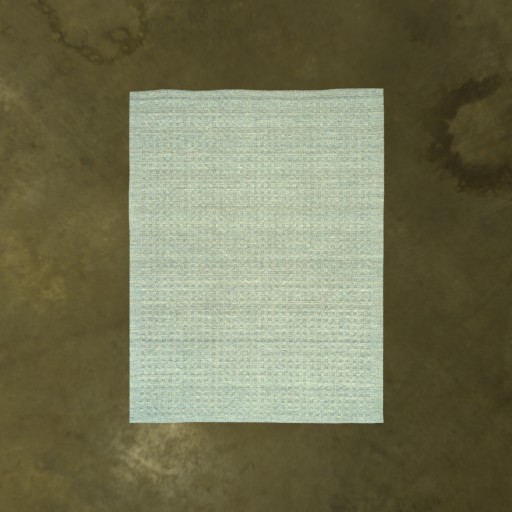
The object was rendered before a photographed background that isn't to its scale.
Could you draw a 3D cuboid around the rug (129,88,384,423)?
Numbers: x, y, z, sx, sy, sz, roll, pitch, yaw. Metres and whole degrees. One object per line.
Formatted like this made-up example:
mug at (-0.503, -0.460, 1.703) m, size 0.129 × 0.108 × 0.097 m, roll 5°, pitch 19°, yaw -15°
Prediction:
rug at (0.000, 0.000, 4.247) m, size 2.443 × 0.007 × 3.200 m, roll 0°, pitch 90°, yaw 1°
